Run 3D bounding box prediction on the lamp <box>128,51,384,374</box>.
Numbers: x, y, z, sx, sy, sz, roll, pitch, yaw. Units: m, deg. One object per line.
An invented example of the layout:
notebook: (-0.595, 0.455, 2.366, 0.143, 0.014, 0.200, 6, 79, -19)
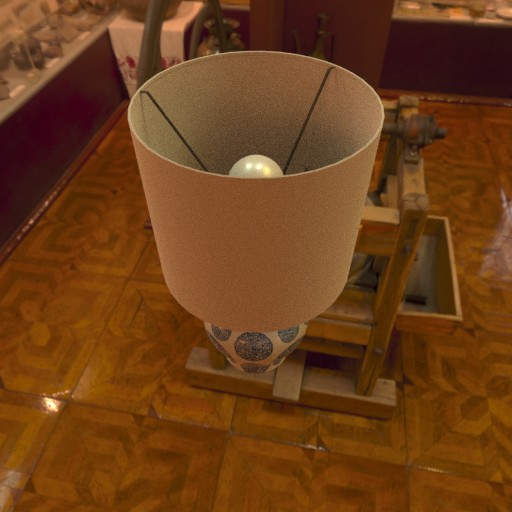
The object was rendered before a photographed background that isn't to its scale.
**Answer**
lamp: (0.000, 0.000, 0.516, 0.215, 0.381, 0.215, 9, 47, 9)
